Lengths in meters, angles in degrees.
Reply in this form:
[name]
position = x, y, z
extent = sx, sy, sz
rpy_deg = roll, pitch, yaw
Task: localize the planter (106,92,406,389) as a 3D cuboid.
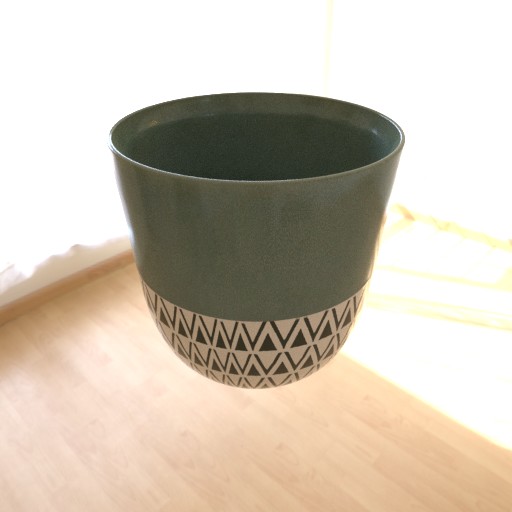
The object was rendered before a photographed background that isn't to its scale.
[planter]
position = 0.000, 0.000, 0.362
extent = 0.198, 0.214, 0.198
rpy_deg = 0, 33, 0
